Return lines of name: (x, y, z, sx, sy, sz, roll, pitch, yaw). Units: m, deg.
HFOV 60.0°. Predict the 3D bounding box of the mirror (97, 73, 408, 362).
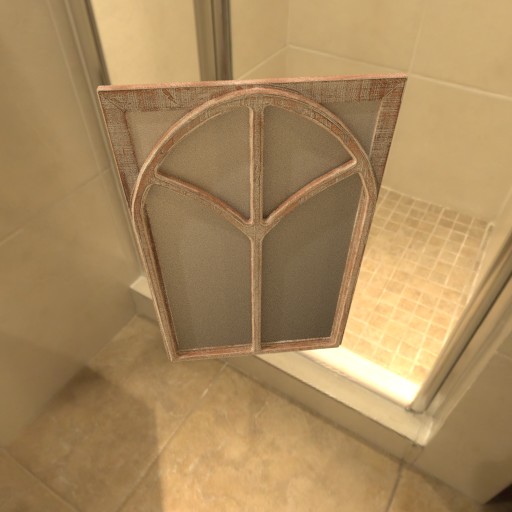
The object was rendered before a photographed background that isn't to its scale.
mirror: (0.000, 0.000, 0.982, 0.495, 0.787, 0.058, -4, 46, -4)
